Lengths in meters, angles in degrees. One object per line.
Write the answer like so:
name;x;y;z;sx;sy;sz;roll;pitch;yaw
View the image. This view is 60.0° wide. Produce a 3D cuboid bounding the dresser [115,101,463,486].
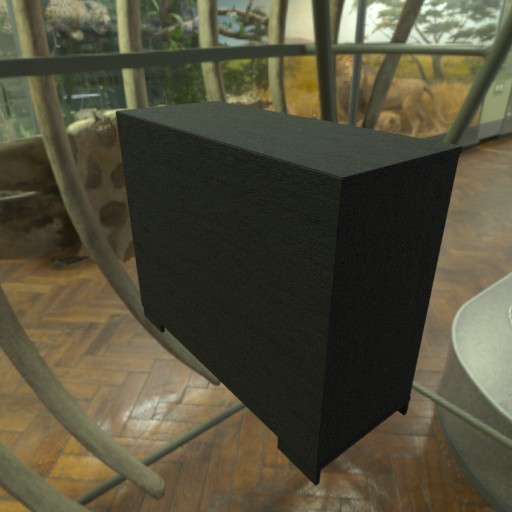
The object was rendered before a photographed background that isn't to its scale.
dresser;0.000;0.000;1.417;0.404;0.816;0.994;-19;32;-34
